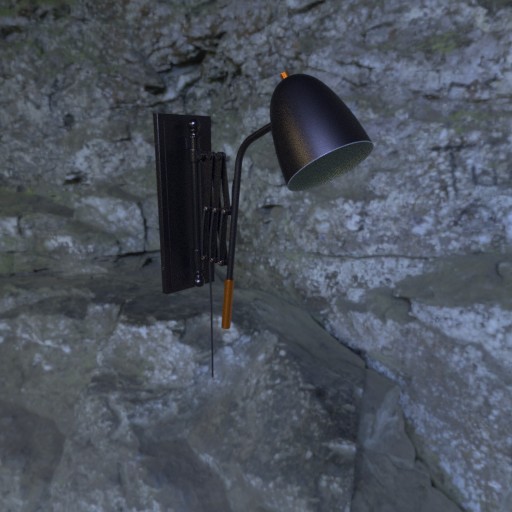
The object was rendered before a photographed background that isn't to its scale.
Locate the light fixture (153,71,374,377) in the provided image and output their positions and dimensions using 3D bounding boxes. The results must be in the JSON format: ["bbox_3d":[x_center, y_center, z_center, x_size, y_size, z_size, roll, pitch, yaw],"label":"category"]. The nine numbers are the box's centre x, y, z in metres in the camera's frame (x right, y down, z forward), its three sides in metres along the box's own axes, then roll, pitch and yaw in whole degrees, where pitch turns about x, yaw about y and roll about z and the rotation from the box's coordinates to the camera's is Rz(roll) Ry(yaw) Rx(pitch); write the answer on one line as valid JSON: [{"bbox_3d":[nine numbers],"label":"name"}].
[{"bbox_3d":[0.000,0.000,0.940,0.162,0.715,0.499,-14,20,-43],"label":"light fixture"}]
